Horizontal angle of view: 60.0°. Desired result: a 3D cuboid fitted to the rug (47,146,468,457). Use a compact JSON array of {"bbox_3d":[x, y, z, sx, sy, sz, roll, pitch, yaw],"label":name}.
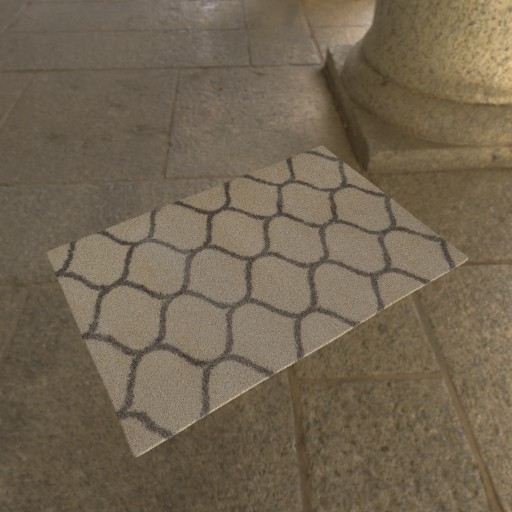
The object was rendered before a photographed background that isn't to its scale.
[{"bbox_3d":[0.000,0.000,3.395,2.701,0.026,1.801,-25,52,-21],"label":"rug"}]
